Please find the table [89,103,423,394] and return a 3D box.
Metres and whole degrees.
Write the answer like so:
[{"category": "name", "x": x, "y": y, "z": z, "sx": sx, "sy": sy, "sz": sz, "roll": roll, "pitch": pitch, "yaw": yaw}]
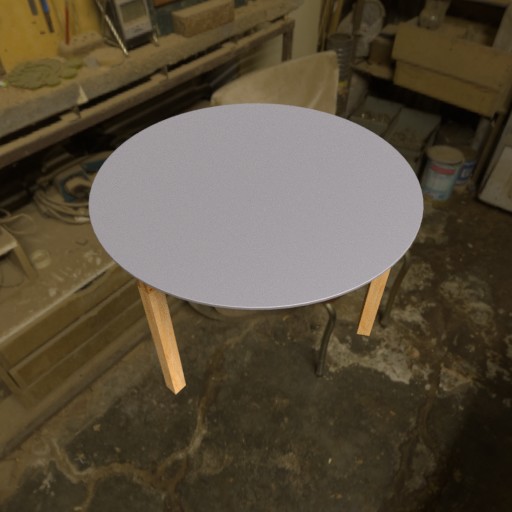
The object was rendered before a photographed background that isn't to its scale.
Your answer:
[{"category": "table", "x": 0.000, "y": 0.000, "z": 0.966, "sx": 0.600, "sy": 0.405, "sz": 0.600, "roll": 0, "pitch": 45, "yaw": 0}]
